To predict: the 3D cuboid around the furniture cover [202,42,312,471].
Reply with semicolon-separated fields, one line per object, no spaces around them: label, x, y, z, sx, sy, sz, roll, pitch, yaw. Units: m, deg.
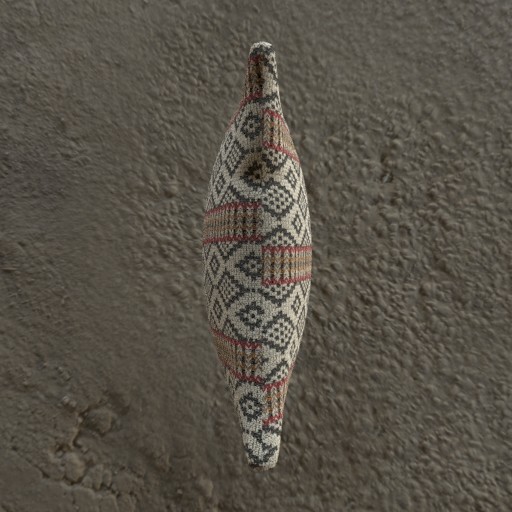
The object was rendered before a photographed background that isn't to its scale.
furniture cover;0.000;0.000;0.766;0.182;0.506;0.503;0;90;-2
